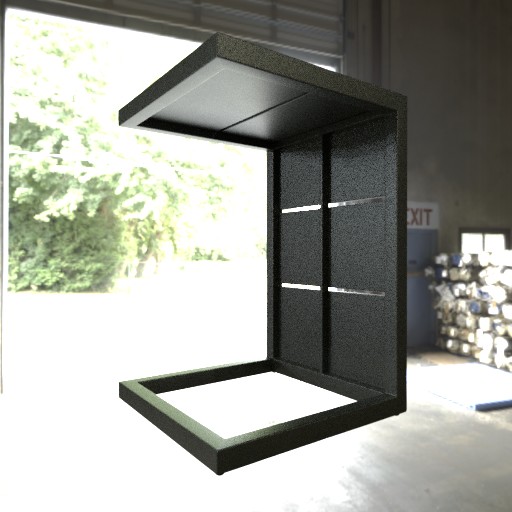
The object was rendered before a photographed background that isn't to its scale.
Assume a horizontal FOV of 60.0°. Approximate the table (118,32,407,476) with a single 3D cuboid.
[{"bbox_3d":[0.000,0.000,0.886,0.420,0.609,0.405,0,0,-36],"label":"table"}]
